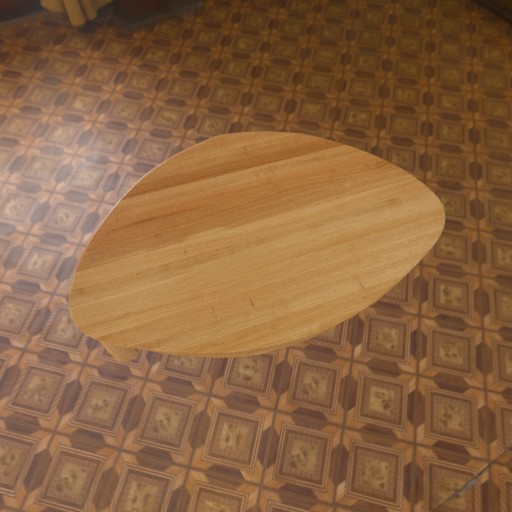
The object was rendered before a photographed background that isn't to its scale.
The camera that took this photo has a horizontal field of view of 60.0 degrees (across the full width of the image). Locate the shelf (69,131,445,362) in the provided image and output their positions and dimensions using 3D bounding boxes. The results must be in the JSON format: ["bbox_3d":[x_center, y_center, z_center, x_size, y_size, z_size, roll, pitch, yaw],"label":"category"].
[{"bbox_3d":[0.000,0.000,1.654,1.246,0.440,0.845,-17,61,-10],"label":"shelf"}]
